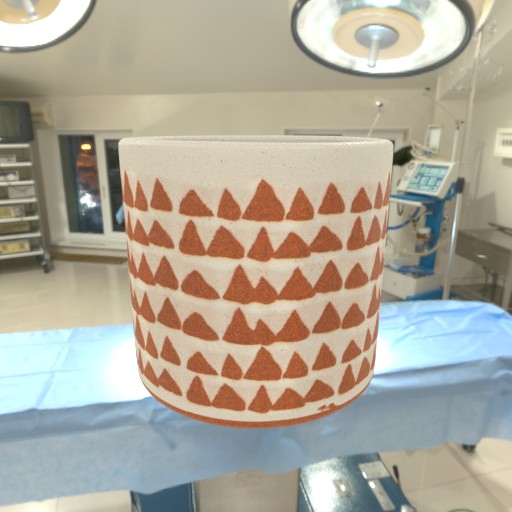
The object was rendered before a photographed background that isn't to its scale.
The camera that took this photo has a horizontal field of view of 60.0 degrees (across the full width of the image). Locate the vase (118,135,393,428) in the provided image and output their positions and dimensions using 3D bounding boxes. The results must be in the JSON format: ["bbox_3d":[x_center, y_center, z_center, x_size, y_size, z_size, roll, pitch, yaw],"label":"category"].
[{"bbox_3d":[0.000,0.000,0.246,0.137,0.127,0.137,0,16,0],"label":"vase"}]
